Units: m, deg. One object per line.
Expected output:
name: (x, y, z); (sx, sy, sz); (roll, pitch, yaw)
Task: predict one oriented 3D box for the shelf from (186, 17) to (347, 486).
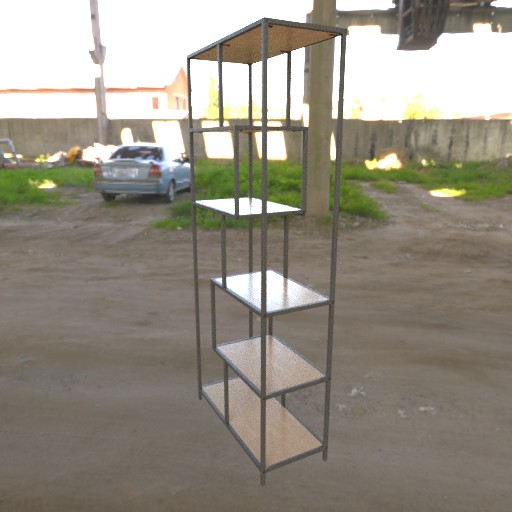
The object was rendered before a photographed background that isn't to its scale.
shelf: (0.000, 0.000, 2.102); (0.350, 1.850, 0.770); (-8, 16, -27)
